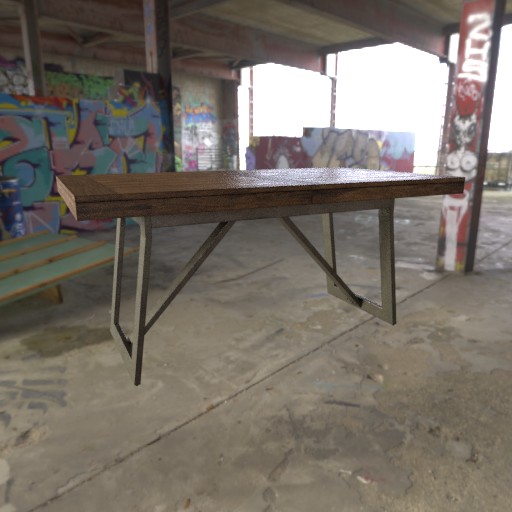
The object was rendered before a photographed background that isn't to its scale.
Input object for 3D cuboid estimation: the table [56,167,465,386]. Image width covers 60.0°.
[{"bbox_3d":[0.000,0.000,2.134,1.641,0.757,0.931,-7,16,-26],"label":"table"}]
